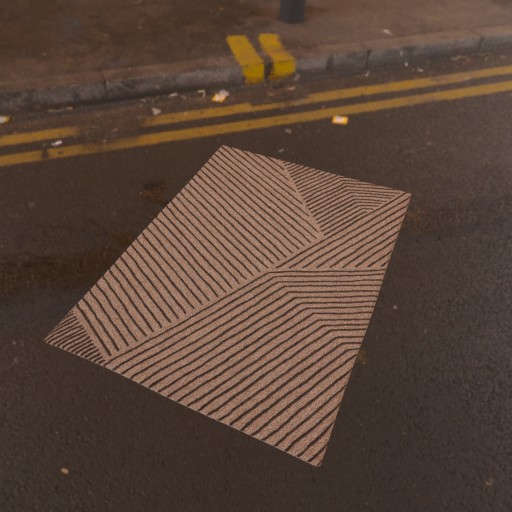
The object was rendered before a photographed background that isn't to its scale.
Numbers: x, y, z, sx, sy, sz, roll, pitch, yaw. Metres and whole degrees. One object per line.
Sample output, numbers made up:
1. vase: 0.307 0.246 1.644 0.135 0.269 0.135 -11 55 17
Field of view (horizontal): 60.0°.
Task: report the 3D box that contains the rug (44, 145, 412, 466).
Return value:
1. rug: 0.000 0.000 3.287 1.829 0.028 2.449 18 49 17
